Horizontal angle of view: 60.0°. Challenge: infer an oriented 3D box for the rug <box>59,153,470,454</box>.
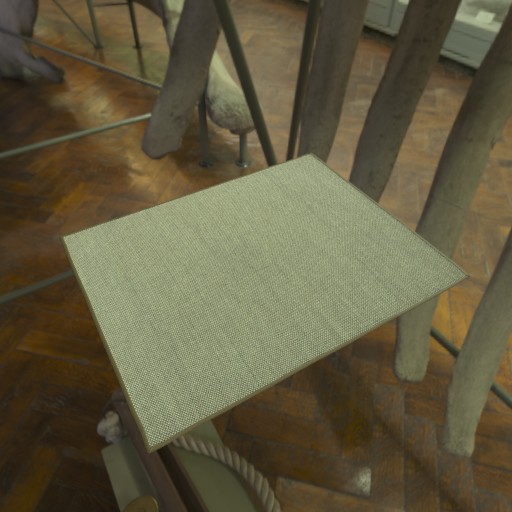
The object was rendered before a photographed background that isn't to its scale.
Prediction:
[{"bbox_3d":[0.000,0.000,4.116,3.041,0.020,2.413,-23,49,-22],"label":"rug"}]
